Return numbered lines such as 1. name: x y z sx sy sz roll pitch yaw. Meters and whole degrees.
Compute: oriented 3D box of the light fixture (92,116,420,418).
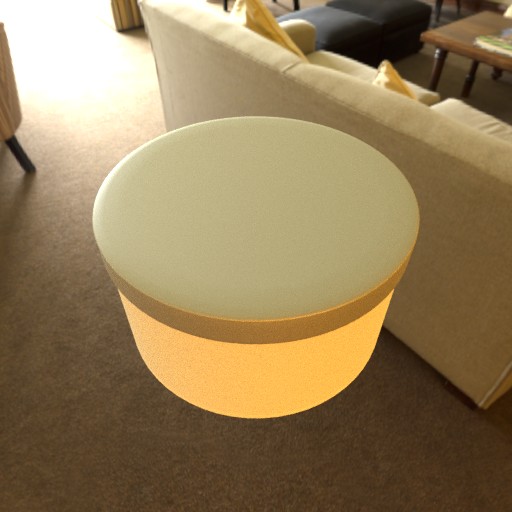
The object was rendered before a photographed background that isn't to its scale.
1. light fixture: 0.000 0.000 0.629 0.393 0.229 0.393 0 45 0
